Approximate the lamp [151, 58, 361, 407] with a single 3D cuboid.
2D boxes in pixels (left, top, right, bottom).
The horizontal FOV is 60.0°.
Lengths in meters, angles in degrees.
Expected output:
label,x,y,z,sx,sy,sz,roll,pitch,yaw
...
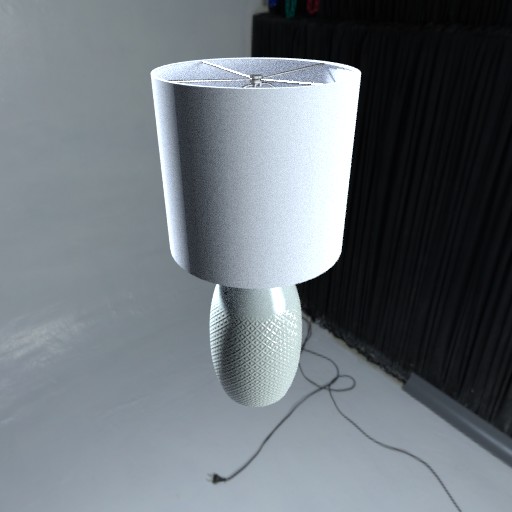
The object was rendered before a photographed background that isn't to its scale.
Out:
label,x,y,z,sx,sy,sz,roll,pitch,yaw
lamp,0.000,0.000,0.580,0.217,0.453,0.217,-21,37,-32
